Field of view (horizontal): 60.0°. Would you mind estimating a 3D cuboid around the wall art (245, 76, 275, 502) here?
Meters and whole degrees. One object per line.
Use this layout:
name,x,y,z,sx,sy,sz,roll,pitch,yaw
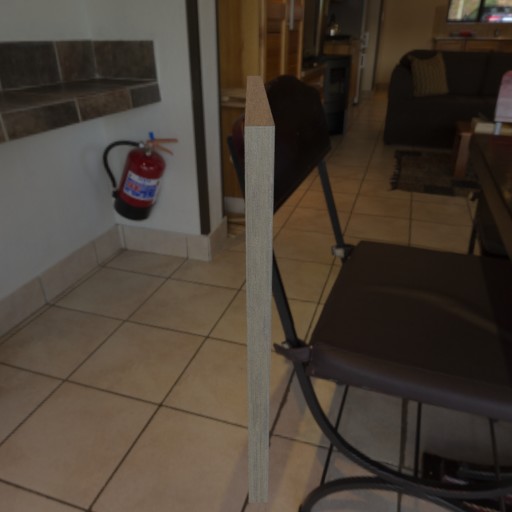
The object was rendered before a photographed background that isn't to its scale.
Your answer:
wall art,0.000,0.000,1.083,0.039,0.758,0.758,0,27,-1
